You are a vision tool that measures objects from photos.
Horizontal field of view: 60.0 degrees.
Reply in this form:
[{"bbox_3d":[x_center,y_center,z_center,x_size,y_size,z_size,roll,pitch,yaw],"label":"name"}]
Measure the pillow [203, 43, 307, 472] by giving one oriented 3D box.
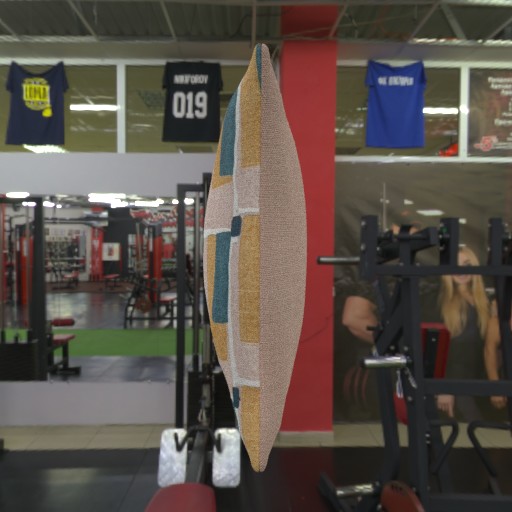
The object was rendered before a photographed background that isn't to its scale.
[{"bbox_3d":[0.000,0.000,0.721,0.158,0.479,0.478,0,1,1],"label":"pillow"}]
